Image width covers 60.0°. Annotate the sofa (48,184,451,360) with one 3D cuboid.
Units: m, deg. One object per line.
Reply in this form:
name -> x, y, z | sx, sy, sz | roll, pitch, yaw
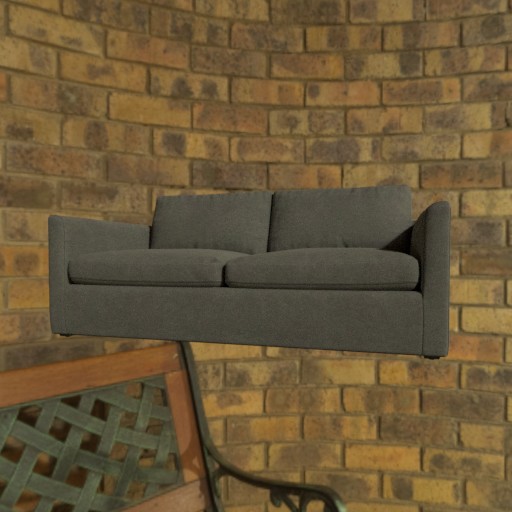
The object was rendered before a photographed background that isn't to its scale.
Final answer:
sofa -> 0.000, 0.000, 2.499 | 1.909, 0.845, 1.091 | 0, 0, 17
